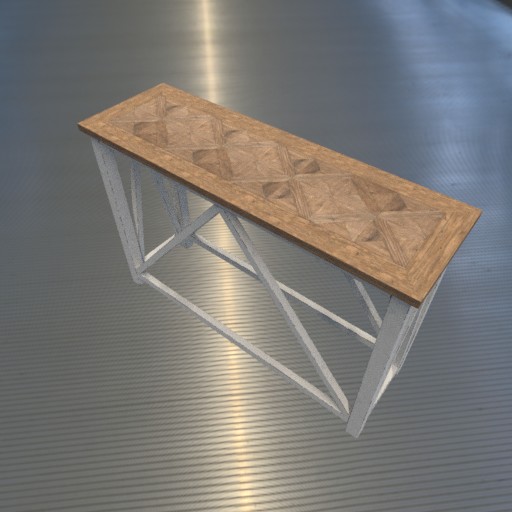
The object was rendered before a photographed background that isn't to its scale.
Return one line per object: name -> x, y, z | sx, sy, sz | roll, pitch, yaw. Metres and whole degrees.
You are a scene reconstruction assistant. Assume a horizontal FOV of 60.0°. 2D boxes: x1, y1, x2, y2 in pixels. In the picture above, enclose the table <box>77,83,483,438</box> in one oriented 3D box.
table -> 0.000, 0.000, 1.857 | 1.400, 0.930, 0.450 | 30, 53, 26
